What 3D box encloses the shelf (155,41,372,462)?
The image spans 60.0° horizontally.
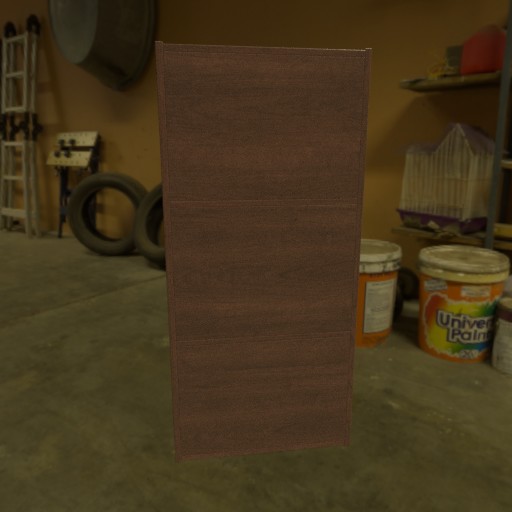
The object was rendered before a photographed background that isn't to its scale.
[{"bbox_3d":[0.000,0.000,1.070,0.414,0.879,0.290,-2,14,-8],"label":"shelf"}]
